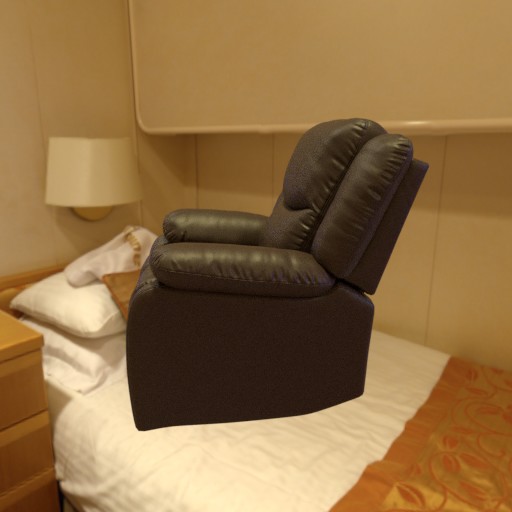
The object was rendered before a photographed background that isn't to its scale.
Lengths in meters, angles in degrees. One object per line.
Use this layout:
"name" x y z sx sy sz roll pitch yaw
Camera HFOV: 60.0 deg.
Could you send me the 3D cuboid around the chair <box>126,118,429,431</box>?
"chair" 0.000 0.000 1.706 0.934 1.009 0.899 -2 15 -8
